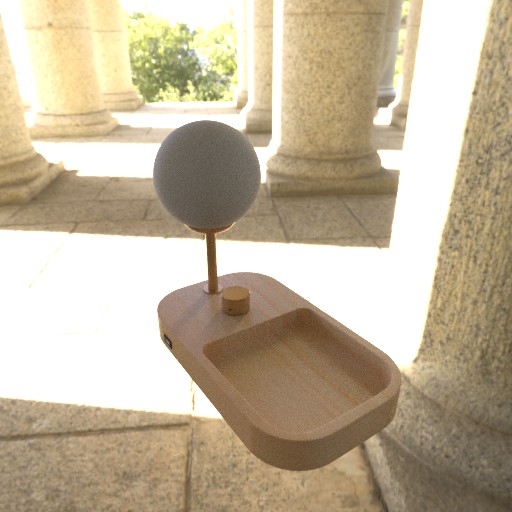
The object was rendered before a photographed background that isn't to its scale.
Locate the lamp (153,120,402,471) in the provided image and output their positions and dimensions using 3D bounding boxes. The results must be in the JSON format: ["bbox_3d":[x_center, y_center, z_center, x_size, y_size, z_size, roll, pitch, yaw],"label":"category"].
[{"bbox_3d":[0.000,0.000,0.470,0.173,0.253,0.331,-16,30,-30],"label":"lamp"}]
